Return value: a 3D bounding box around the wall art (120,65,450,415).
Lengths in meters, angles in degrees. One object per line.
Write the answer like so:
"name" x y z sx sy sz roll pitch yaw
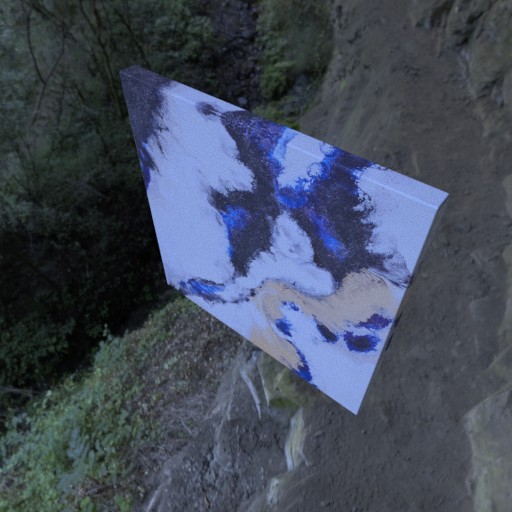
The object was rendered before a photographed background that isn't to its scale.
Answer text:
"wall art" 0.000 0.000 0.907 0.609 0.609 0.039 30 54 25
